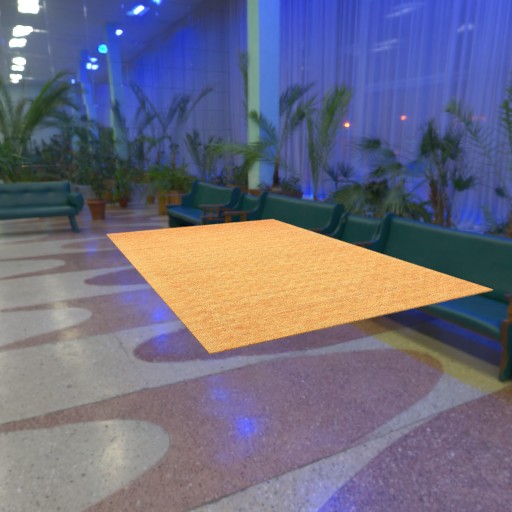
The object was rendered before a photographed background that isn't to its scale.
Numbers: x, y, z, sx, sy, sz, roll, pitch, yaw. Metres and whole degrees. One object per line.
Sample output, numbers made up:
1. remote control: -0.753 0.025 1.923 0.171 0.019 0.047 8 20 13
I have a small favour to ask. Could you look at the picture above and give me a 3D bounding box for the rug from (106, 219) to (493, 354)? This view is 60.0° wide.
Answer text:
1. rug: 0.000 0.000 2.887 1.524 0.006 2.285 -7 16 -26
